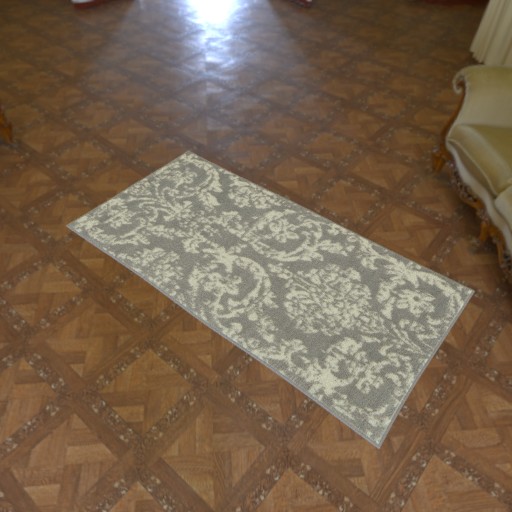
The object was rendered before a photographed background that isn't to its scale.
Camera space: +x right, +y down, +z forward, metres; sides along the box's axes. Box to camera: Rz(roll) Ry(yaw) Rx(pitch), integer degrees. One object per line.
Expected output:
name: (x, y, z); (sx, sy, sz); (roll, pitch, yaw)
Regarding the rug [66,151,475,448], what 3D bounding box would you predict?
rug: (0.000, 0.000, 1.446); (1.219, 0.007, 0.604); (30, 53, 26)
